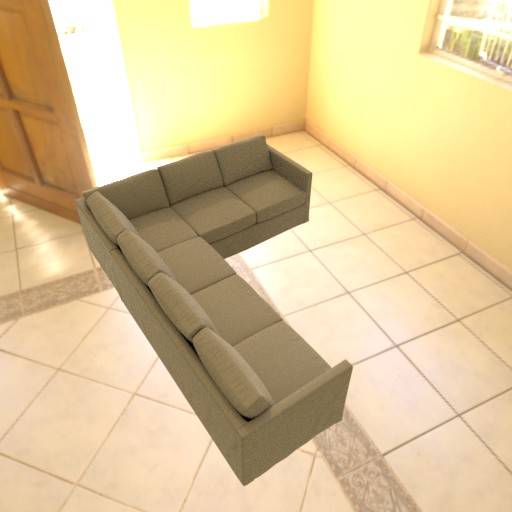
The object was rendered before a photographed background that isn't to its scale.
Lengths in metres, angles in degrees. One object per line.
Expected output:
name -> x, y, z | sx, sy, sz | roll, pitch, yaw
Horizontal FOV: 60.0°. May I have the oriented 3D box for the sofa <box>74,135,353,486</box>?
sofa -> 0.000, 0.000, 4.306 | 2.432, 0.871, 3.182 | -24, 46, -26
